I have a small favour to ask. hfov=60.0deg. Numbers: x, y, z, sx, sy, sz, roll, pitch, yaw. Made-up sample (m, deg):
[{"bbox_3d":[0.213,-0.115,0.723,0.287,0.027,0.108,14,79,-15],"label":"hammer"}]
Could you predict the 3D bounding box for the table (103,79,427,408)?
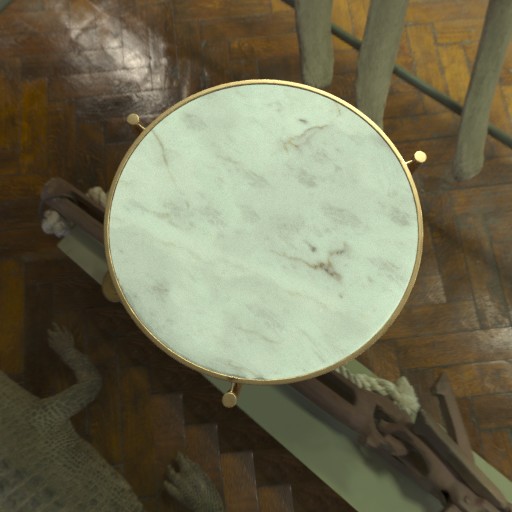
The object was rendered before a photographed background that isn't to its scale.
[{"bbox_3d":[0.000,0.000,0.824,0.456,0.493,0.430,38,80,8],"label":"table"}]
